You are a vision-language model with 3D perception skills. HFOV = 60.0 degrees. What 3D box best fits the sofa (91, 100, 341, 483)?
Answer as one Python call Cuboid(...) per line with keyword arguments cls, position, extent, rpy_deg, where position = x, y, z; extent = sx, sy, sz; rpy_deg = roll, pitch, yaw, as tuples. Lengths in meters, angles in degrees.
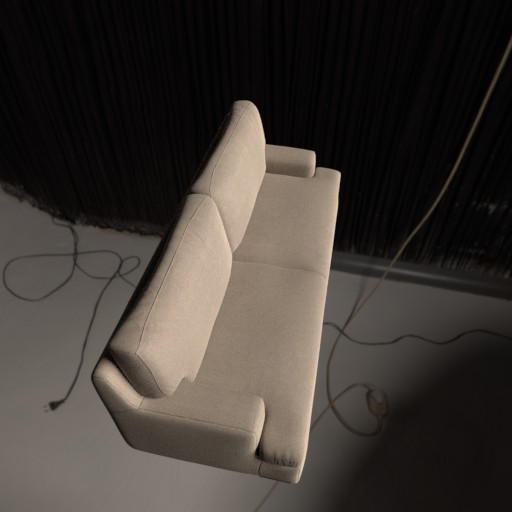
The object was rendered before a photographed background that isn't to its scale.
Cuboid(cls="sofa", position=(0.000, 0.000, 2.818), extent=(0.962, 0.980, 2.354), rpy_deg=(9, 46, 8))
